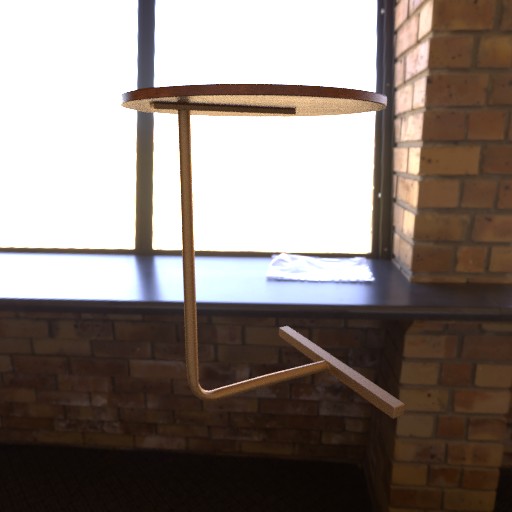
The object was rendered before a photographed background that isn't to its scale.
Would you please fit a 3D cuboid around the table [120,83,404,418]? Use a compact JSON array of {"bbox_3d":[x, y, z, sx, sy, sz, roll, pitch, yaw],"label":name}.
[{"bbox_3d":[0.000,0.000,1.061,0.577,0.706,0.530,-7,15,-26],"label":"table"}]
